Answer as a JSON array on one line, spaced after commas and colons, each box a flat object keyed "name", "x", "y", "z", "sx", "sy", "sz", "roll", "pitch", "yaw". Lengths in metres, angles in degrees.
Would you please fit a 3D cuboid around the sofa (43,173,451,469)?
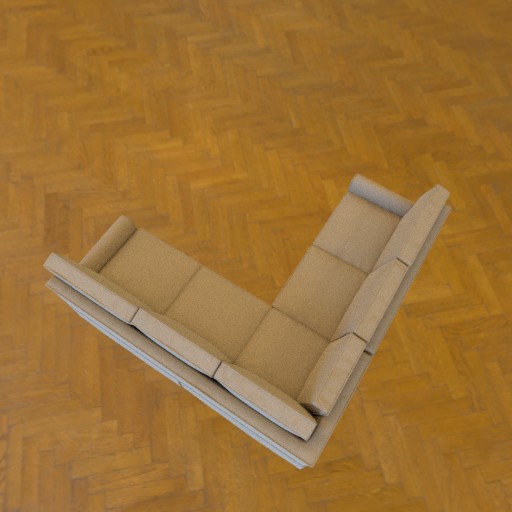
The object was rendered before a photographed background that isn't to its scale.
[{"name": "sofa", "x": 0.000, "y": 0.000, "z": 4.315, "sx": 2.733, "sy": 1.124, "sz": 2.730, "roll": 30, "pitch": 67, "yaw": 14}]
